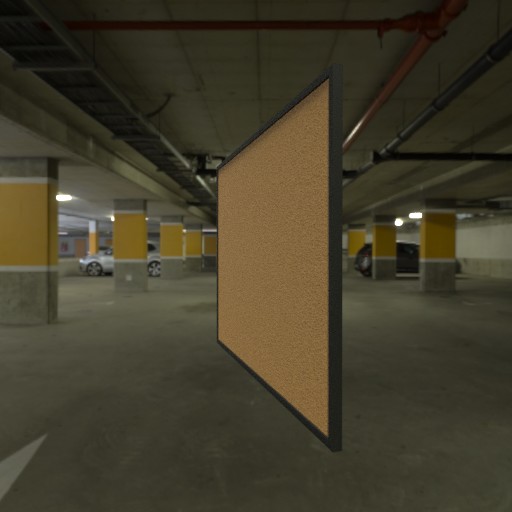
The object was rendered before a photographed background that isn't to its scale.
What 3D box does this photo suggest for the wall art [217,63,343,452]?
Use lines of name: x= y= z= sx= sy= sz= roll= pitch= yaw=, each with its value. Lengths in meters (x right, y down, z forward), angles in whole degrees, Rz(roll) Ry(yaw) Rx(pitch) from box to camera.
wall art: x=0.000 y=0.000 z=0.842 sx=0.013 sy=0.458 sz=0.664 roll=0 pitch=1 yaw=-17
